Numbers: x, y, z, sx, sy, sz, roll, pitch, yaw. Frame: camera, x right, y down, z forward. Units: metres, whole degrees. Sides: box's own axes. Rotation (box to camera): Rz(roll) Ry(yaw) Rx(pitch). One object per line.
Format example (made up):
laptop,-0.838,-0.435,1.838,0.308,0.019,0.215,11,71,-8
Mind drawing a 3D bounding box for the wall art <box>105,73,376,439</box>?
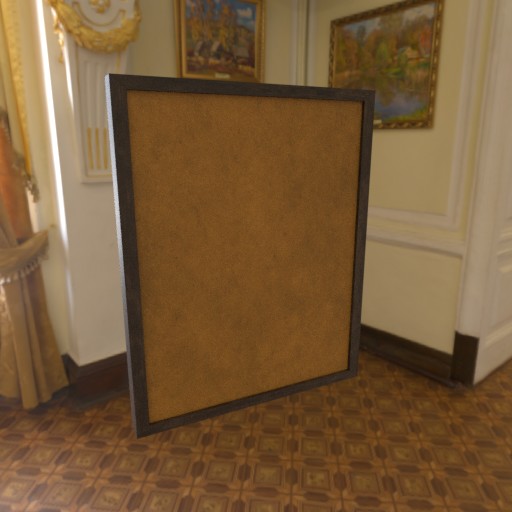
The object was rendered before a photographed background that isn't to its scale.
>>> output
wall art,0.000,0.000,0.558,0.329,0.406,0.027,-7,16,-26
